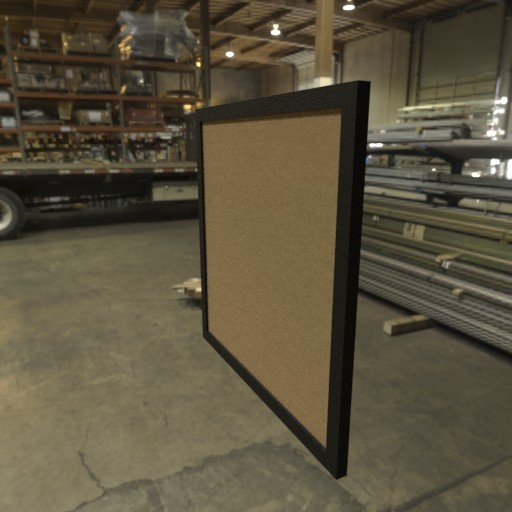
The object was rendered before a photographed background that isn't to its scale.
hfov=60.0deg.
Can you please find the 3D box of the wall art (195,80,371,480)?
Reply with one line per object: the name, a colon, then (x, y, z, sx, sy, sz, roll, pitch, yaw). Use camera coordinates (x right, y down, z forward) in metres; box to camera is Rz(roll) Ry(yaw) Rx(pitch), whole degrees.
wall art: (0.000, 0.000, 0.531, 0.013, 0.356, 0.356, -7, 16, -26)
